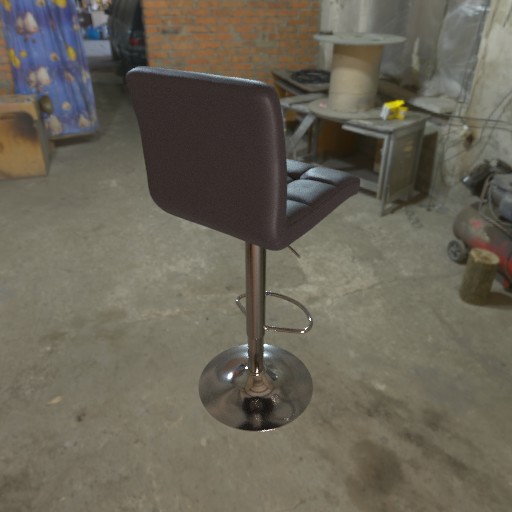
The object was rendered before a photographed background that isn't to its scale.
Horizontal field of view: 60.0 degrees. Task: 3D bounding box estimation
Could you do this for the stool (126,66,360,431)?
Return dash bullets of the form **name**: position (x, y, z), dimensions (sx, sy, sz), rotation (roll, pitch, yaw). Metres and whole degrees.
- **stool**: position (0.000, 0.000, 1.371), dimensions (0.430, 1.115, 0.505), rotation (21, 37, 31)
